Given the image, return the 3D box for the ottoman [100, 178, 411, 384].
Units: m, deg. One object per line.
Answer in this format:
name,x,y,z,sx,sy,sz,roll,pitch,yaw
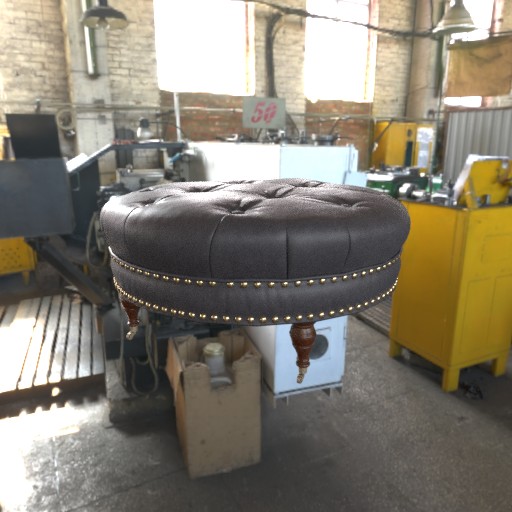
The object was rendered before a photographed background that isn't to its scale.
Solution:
ottoman,0.000,0.000,1.374,0.901,0.439,0.901,0,15,0
